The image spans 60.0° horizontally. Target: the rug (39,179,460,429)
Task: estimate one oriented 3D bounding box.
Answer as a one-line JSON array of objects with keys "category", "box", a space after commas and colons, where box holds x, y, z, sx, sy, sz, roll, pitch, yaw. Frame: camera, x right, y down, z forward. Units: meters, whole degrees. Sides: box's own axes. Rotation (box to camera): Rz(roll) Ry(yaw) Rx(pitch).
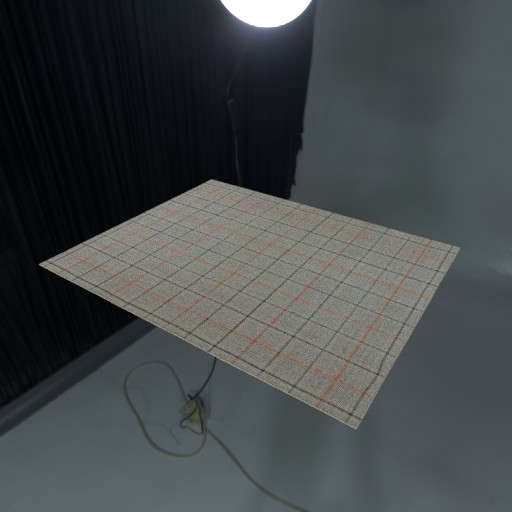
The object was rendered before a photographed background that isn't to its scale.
[{"category": "rug", "box": [0.000, 0.000, 4.097, 3.048, 0.012, 2.444, 20, 37, 29]}]
